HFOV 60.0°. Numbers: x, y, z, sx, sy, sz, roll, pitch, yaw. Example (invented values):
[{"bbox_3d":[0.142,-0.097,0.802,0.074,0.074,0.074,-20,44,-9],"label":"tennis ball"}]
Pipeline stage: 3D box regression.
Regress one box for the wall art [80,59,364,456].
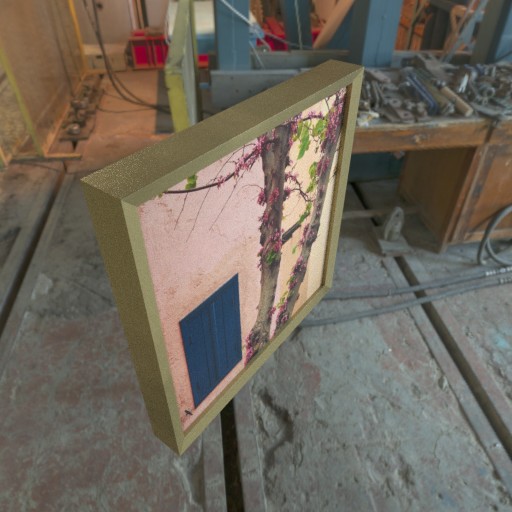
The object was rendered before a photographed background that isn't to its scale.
[{"bbox_3d":[0.000,0.000,0.451,0.038,0.305,0.304,26,46,28],"label":"wall art"}]
